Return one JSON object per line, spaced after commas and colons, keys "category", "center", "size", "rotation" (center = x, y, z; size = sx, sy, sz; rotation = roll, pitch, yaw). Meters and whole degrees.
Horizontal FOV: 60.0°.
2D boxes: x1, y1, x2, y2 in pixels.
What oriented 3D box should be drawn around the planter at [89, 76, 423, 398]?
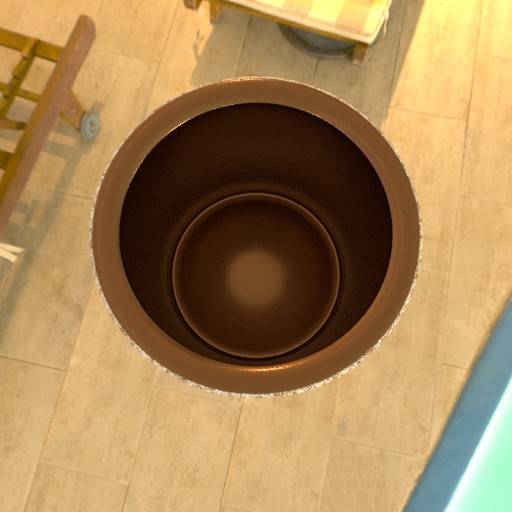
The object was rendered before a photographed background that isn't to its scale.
{"category": "planter", "center": [0.000, 0.000, 0.187], "size": [0.109, 0.096, 0.109], "rotation": [0, 78, 0]}
